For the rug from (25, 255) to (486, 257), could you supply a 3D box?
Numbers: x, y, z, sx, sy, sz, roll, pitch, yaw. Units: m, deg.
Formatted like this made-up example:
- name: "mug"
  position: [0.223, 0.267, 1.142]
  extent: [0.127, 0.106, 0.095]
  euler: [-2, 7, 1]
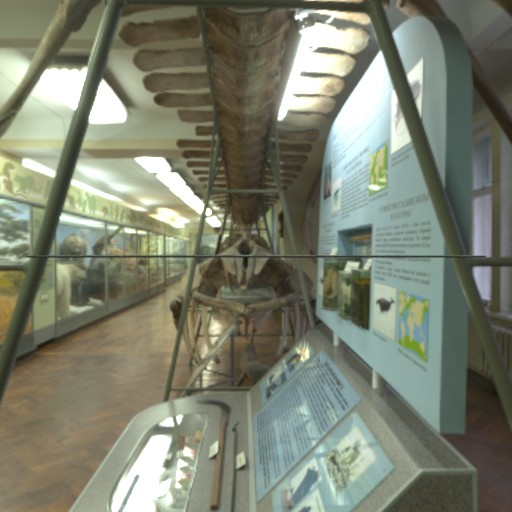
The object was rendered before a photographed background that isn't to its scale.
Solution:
- name: "rug"
  position: [0.000, 0.000, 3.138]
  extent: [2.476, 0.011, 1.554]
  euler: [0, 0, -1]
